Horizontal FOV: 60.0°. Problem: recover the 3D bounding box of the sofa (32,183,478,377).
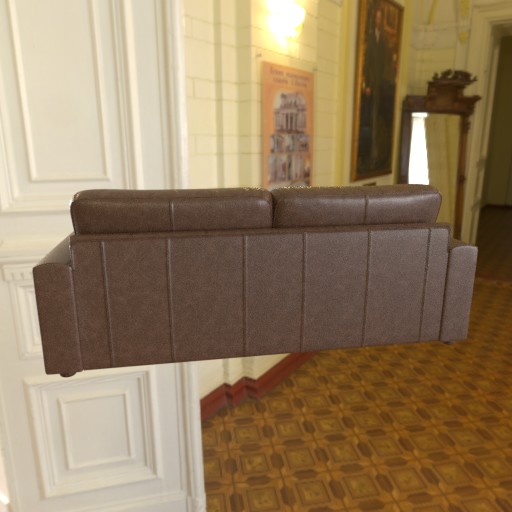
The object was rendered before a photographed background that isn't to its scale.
[{"bbox_3d":[0.000,0.000,2.628,2.179,0.873,1.016,-3,15,-10],"label":"sofa"}]
